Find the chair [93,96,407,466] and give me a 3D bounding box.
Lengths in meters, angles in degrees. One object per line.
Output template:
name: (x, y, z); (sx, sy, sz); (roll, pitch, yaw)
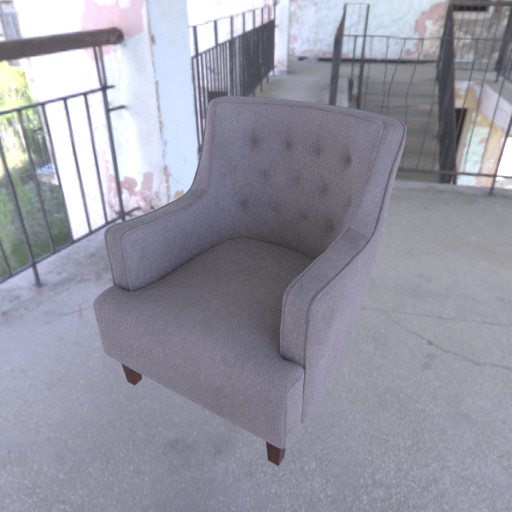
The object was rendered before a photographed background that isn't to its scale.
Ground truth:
chair: (0.000, 0.000, 1.579); (0.781, 0.919, 0.910); (18, 36, 27)
